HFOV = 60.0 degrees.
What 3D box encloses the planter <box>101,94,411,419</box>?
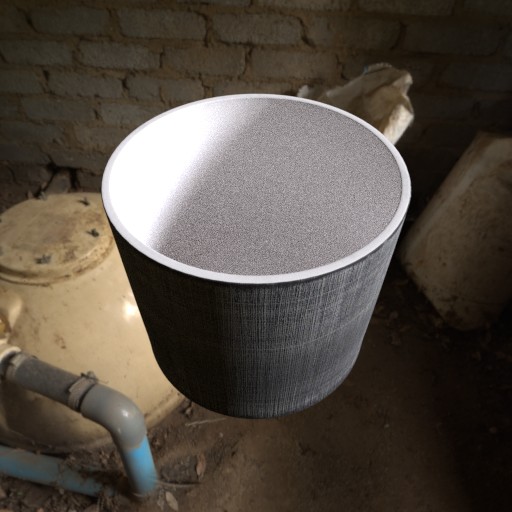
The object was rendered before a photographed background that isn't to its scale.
[{"bbox_3d":[0.000,0.000,0.454,0.254,0.221,0.254,0,47,0],"label":"planter"}]
